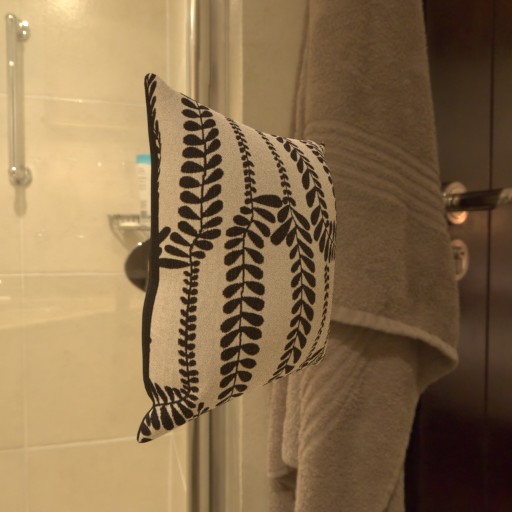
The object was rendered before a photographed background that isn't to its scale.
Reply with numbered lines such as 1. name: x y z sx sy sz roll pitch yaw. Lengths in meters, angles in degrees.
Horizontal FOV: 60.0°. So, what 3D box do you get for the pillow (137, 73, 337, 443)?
1. pillow: 0.000 0.000 0.689 0.182 0.441 0.440 1 2 37
